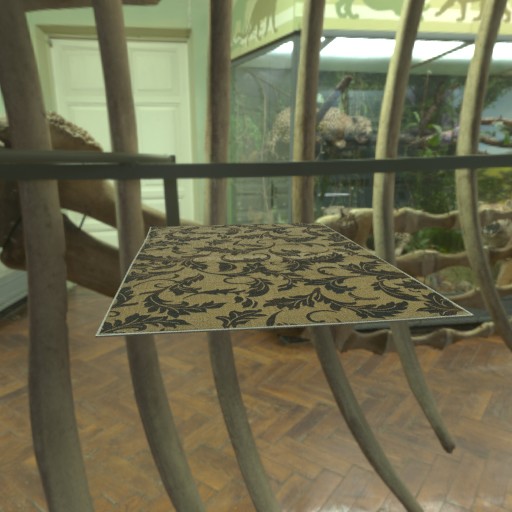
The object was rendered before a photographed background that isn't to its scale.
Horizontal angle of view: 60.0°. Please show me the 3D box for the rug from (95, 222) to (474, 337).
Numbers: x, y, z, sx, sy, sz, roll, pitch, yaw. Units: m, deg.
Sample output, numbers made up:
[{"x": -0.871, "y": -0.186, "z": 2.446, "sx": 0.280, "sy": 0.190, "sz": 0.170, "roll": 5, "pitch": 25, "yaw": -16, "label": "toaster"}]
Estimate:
[{"x": 0.000, "y": 0.000, "z": 2.821, "sx": 1.522, "sy": 0.008, "sz": 2.284, "roll": -2, "pitch": 14, "yaw": -8, "label": "rug"}]
